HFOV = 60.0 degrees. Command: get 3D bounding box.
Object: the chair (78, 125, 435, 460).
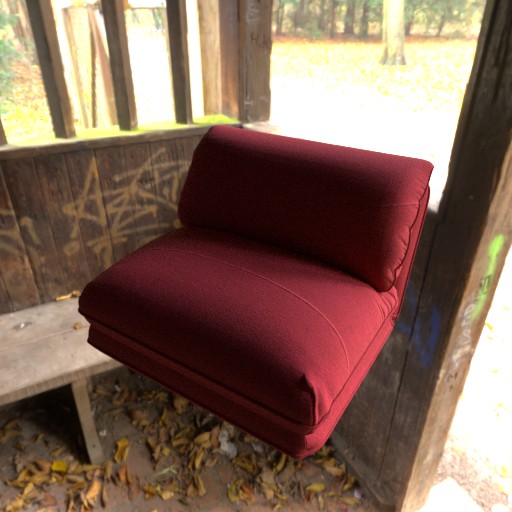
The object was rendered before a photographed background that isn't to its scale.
[{"bbox_3d":[0.000,0.000,1.345,0.820,0.580,0.780,18,35,28],"label":"chair"}]
